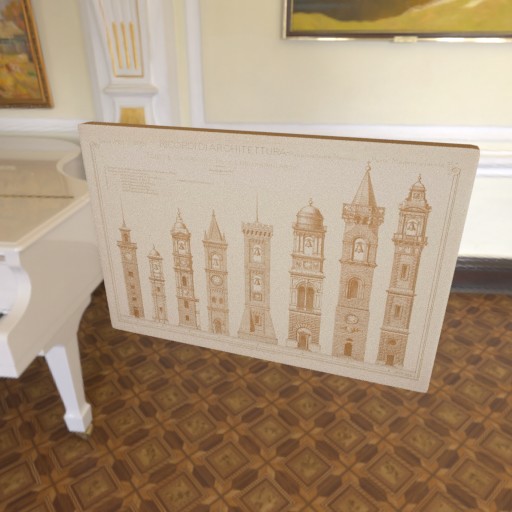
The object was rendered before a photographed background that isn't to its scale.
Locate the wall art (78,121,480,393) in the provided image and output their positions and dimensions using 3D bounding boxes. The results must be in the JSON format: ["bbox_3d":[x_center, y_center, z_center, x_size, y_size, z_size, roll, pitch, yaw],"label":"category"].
[{"bbox_3d":[0.000,0.000,0.466,0.380,0.254,0.019,8,27,16],"label":"wall art"}]
